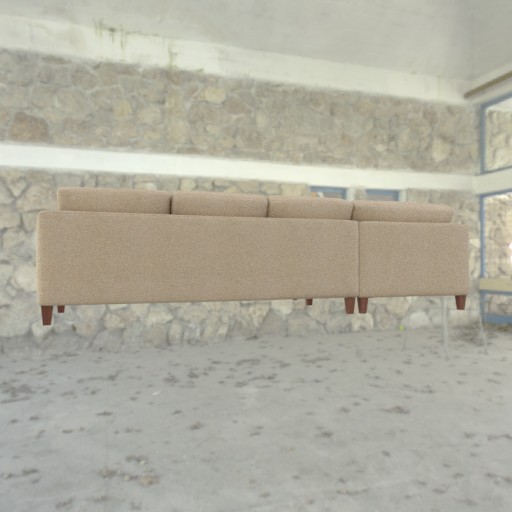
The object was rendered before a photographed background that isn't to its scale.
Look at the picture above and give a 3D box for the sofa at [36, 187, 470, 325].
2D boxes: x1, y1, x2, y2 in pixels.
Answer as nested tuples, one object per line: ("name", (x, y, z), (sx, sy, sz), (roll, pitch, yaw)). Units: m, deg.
("sofa", (0.000, 0.000, 3.789), (3.201, 0.876, 1.502), (0, -1, -17))
